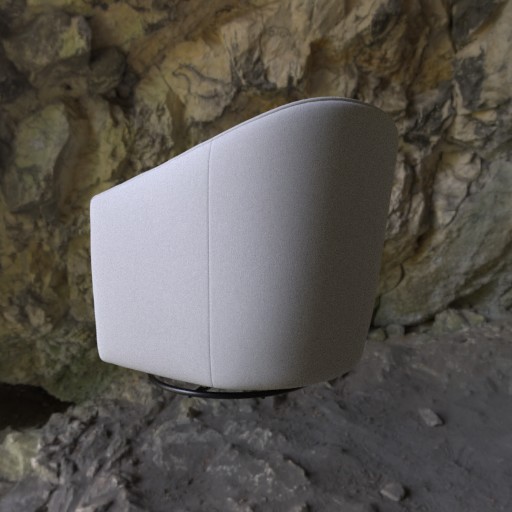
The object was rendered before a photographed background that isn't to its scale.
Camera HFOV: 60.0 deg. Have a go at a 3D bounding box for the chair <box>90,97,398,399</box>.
[{"bbox_3d":[0.000,0.000,1.453,0.875,0.799,0.747,1,1,36],"label":"chair"}]
